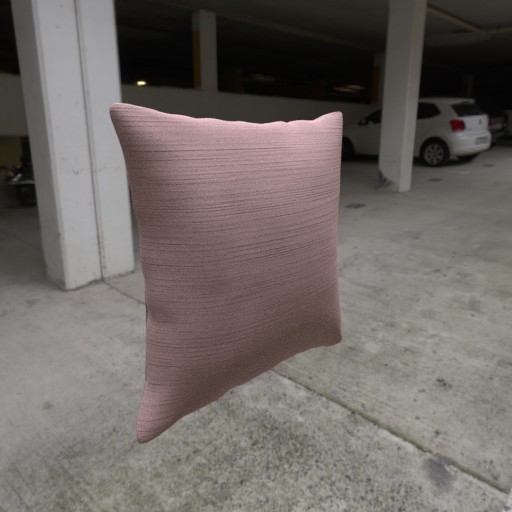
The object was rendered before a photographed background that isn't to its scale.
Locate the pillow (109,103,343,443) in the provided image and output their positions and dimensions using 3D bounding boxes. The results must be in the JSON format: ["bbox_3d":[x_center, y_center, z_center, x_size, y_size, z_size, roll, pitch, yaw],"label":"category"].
[{"bbox_3d":[0.000,0.000,0.725,0.470,0.464,0.175,-15,21,-43],"label":"pillow"}]
